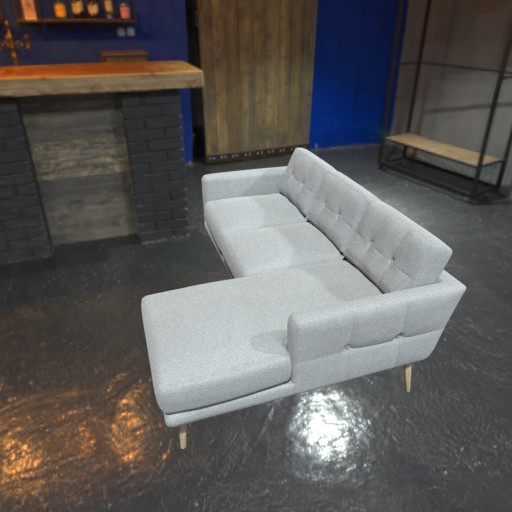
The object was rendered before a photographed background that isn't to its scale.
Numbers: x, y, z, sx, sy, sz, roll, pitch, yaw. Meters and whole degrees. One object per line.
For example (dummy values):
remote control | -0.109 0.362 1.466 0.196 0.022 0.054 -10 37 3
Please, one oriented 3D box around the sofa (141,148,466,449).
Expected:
sofa | 0.000 0.000 2.879 1.530 0.860 2.040 -9 31 -16
